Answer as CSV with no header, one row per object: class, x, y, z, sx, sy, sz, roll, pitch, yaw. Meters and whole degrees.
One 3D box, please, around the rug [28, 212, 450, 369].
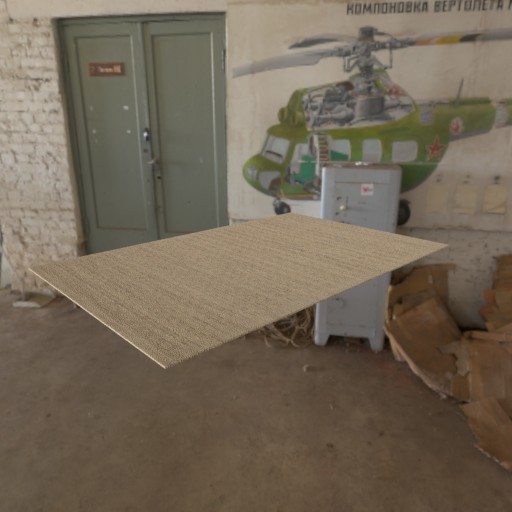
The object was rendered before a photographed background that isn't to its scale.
rug,0.000,0.000,2.180,1.752,0.006,1.142,-16,23,-41
